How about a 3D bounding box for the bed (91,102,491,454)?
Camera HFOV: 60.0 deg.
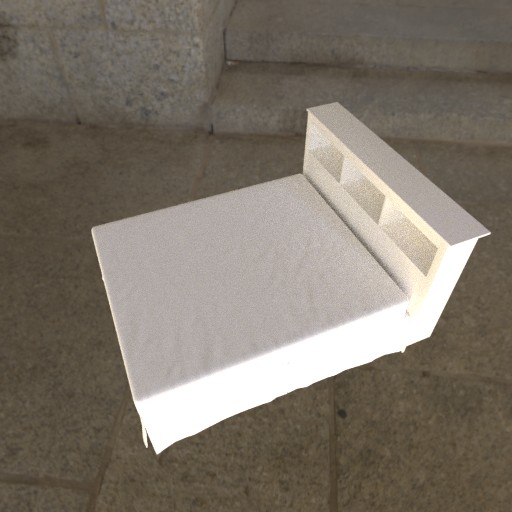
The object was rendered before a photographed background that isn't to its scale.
[{"bbox_3d":[0.000,0.000,3.102,2.133,1.092,1.671,-17,48,-16],"label":"bed"}]
